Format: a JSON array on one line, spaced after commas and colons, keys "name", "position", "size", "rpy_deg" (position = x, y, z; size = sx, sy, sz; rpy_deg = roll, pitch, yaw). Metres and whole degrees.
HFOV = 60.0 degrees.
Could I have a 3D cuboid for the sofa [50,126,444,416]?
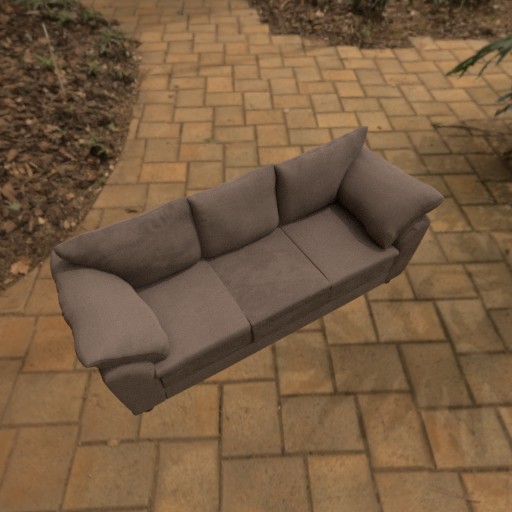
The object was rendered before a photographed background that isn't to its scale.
[{"name": "sofa", "position": [0.000, 0.000, 2.892], "size": [2.377, 0.981, 0.893], "rpy_deg": [-24, 51, -21]}]
